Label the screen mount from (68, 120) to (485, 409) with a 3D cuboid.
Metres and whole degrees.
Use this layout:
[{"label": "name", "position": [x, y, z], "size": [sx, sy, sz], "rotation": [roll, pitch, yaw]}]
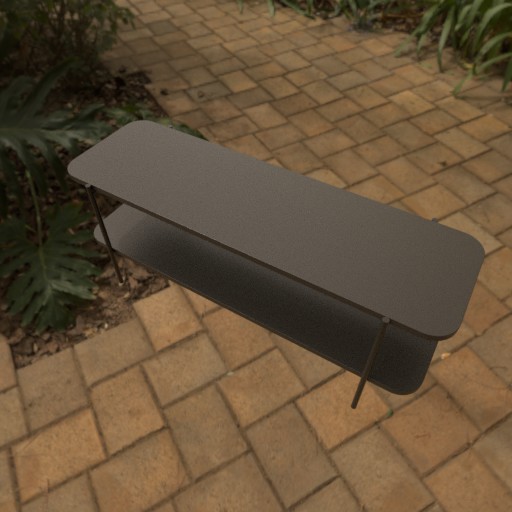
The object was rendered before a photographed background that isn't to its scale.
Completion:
[{"label": "screen mount", "position": [0.000, 0.000, 1.420], "size": [1.200, 0.447, 0.400], "rotation": [24, 52, 21]}]
